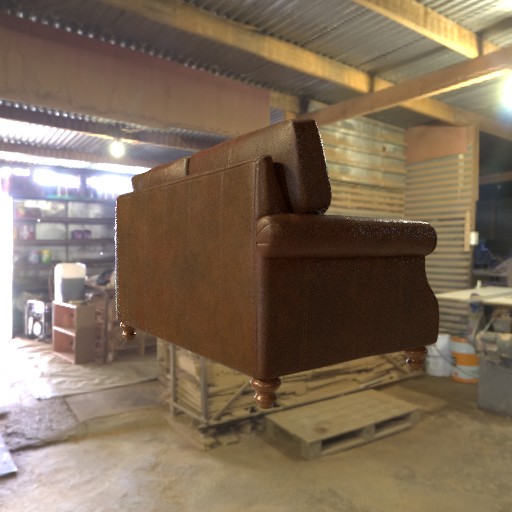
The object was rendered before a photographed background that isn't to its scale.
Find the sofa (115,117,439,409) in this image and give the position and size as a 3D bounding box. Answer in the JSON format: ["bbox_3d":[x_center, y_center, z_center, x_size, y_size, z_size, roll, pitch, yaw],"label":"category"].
[{"bbox_3d":[0.000,0.000,2.250,0.990,0.976,1.616,-1,1,-35],"label":"sofa"}]
